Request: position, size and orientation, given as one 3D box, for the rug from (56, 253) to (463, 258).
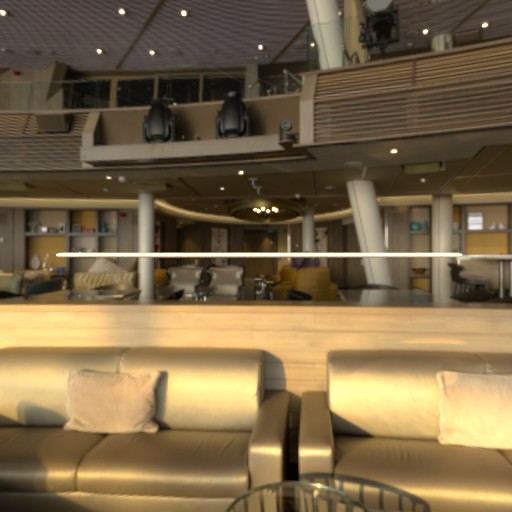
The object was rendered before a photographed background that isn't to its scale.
[{"bbox_3d":[0.000,0.000,4.183,2.462,0.030,3.066,0,0,-1],"label":"rug"}]
